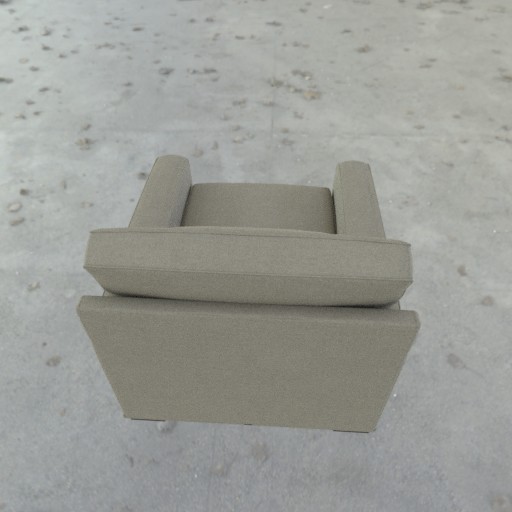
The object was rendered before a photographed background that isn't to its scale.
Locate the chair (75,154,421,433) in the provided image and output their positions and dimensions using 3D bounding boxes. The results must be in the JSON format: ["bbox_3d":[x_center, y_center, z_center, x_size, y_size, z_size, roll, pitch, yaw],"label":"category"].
[{"bbox_3d":[0.000,0.000,1.805,0.999,0.934,1.044,2,45,2],"label":"chair"}]
